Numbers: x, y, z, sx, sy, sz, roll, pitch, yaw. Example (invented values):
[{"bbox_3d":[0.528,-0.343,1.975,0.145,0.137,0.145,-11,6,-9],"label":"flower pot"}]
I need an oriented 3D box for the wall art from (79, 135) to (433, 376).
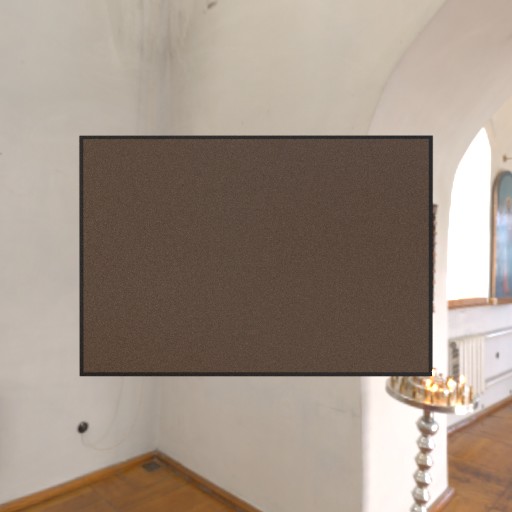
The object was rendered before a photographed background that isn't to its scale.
[{"bbox_3d":[0.000,0.000,1.204,0.939,0.640,0.058,0,0,0],"label":"wall art"}]
